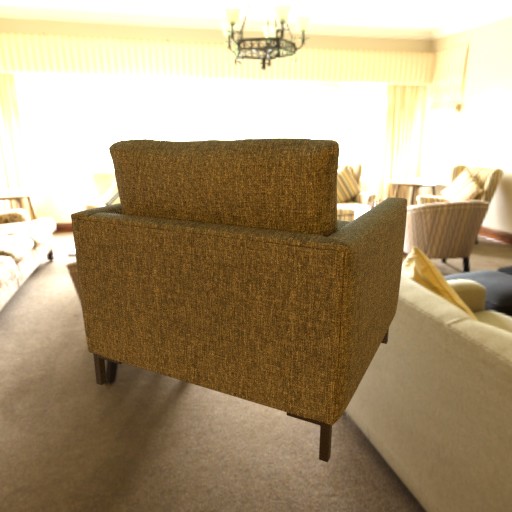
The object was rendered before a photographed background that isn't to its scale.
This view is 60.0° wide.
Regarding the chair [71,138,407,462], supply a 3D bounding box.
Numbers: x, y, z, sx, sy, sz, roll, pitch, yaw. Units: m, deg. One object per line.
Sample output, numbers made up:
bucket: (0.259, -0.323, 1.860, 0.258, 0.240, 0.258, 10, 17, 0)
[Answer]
chair: (0.000, 0.000, 1.658, 0.963, 0.861, 0.866, 8, 17, 26)
